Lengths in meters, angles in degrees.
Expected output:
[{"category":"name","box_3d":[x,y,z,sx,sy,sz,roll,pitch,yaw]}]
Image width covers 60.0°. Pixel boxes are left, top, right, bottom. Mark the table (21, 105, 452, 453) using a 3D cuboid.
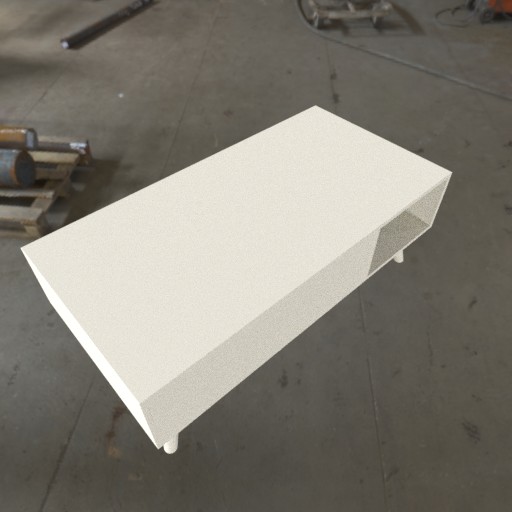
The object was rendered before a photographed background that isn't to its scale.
[{"category":"table","box_3d":[0.000,0.000,1.494,1.194,0.432,0.609,-33,55,-28]}]
